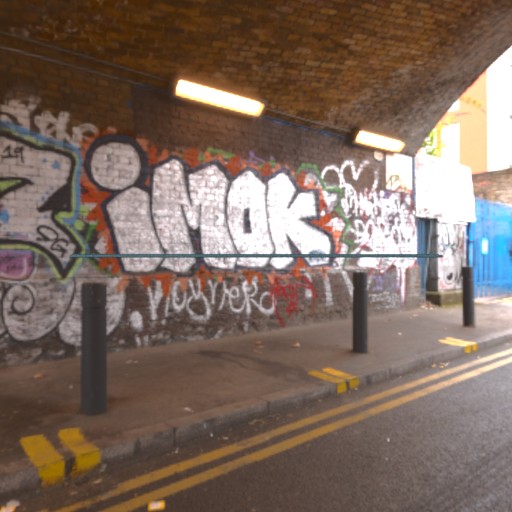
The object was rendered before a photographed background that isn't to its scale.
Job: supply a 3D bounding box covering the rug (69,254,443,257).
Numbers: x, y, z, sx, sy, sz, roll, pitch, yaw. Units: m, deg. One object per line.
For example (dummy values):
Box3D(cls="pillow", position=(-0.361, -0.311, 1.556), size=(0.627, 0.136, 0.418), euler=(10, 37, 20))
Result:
Box3D(cls="rug", position=(0.000, 0.000, 2.346), size=(1.211, 0.012, 1.833), euler=(0, 0, 0))
